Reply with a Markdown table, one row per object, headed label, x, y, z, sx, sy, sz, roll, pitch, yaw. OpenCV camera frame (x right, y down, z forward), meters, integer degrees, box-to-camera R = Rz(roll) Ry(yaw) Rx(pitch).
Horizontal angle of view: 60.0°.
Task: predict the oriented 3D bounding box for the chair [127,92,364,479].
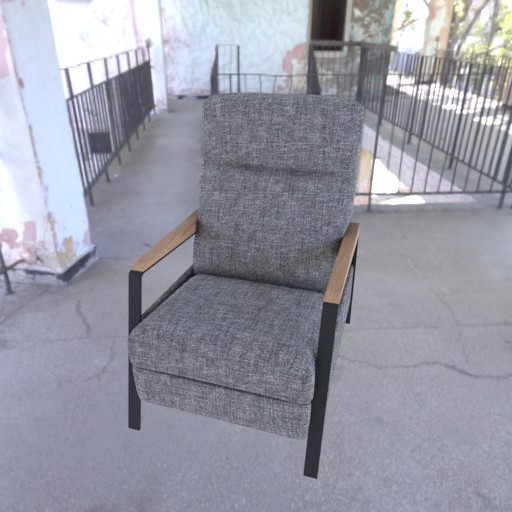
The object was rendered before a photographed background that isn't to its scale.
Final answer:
| label | x | y | z | sx | sy | sz | roll | pitch | yaw |
| --- | --- | --- | --- | --- | --- | --- | --- | --- | --- |
| chair | 0.000 | 0.000 | 1.604 | 0.671 | 1.042 | 0.868 | 8 | 28 | 15 |
